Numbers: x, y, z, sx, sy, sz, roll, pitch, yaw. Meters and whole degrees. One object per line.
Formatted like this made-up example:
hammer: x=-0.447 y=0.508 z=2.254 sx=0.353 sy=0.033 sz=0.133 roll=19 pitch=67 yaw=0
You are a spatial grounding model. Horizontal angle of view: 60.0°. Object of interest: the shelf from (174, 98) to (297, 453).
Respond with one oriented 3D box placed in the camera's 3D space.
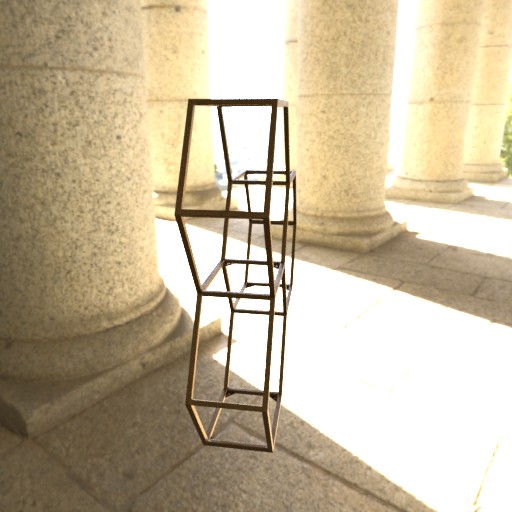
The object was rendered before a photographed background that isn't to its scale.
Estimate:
shelf: x=0.000 y=0.000 z=1.072 sx=0.150 sy=0.701 sz=0.708 roll=3 pitch=18 yaw=8
